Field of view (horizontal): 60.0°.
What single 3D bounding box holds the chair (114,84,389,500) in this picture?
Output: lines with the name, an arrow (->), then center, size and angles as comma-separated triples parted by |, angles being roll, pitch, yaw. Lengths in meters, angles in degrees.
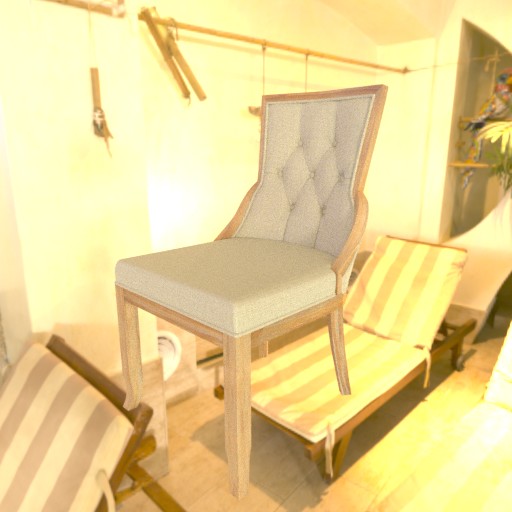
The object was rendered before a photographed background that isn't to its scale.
chair -> 0.000, 0.000, 1.292 | 0.524, 0.947, 0.641 | 14, 20, 43
